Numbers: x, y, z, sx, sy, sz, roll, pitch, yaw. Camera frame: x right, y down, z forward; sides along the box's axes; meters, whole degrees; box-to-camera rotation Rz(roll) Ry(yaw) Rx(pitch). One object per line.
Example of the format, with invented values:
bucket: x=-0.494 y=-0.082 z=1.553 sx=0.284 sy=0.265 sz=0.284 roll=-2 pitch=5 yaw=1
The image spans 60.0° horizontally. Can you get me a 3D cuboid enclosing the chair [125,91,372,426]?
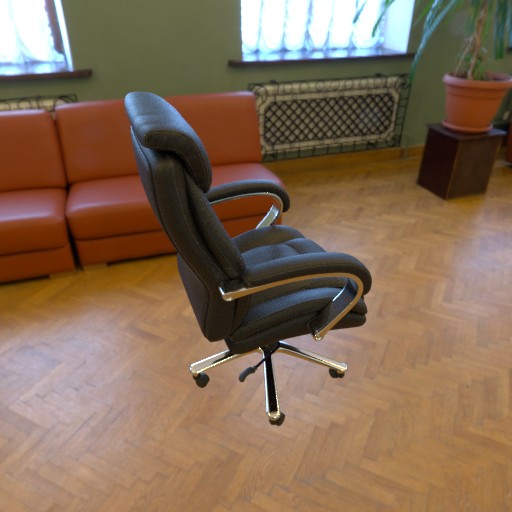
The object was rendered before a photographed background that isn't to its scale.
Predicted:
chair: x=0.000 y=0.000 z=1.704 sx=0.790 sy=1.183 sz=0.755 roll=-11 pitch=33 yaw=-17
